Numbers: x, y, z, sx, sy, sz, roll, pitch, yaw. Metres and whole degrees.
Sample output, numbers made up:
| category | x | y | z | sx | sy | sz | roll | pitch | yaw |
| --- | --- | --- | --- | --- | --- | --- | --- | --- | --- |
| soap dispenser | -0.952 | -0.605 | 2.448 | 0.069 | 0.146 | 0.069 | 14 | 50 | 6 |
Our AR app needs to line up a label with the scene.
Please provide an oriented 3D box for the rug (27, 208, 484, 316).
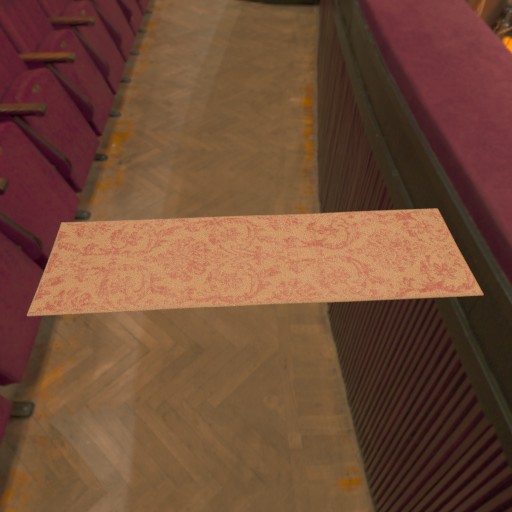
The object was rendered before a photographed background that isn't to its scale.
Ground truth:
| category | x | y | z | sx | sy | sz | roll | pitch | yaw |
| --- | --- | --- | --- | --- | --- | --- | --- | --- | --- |
| rug | 0.000 | 0.000 | 2.354 | 2.196 | 0.011 | 0.662 | -2 | 46 | -2 |
